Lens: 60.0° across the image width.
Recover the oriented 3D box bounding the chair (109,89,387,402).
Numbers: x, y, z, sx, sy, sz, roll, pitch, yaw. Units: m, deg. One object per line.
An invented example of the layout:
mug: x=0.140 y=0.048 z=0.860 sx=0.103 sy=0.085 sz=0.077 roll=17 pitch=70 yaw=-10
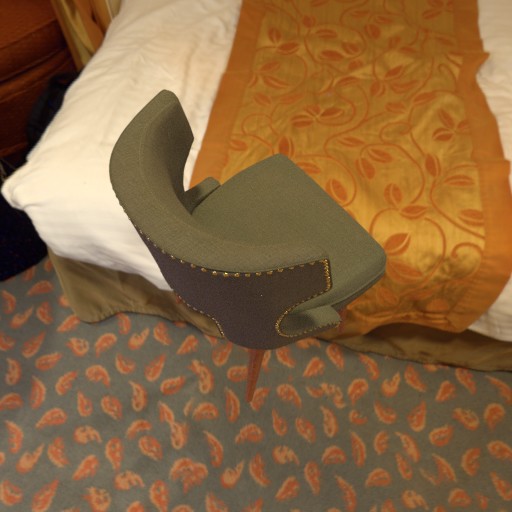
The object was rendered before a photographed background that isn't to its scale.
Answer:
chair: x=0.000 y=0.000 z=1.257 sx=0.581 sy=0.863 sz=0.595 roll=-32 pitch=64 yaw=-18
